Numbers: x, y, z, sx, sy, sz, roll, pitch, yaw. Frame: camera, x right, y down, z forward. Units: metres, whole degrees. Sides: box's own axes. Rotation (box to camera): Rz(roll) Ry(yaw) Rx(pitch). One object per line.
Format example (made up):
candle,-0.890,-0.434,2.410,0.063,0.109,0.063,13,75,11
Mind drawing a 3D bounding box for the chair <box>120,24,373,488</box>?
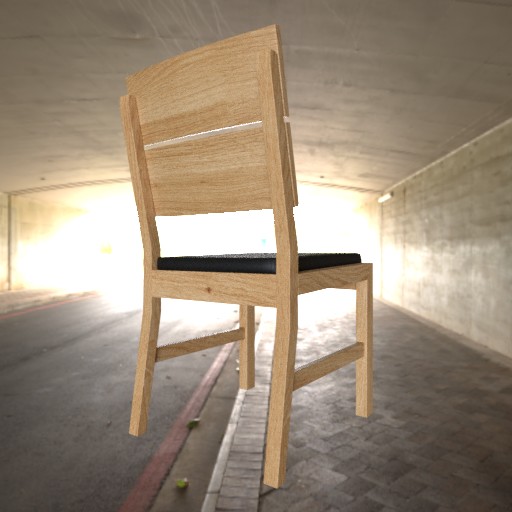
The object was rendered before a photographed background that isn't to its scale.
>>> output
chair,0.000,0.000,1.251,0.475,0.950,0.569,0,1,36
